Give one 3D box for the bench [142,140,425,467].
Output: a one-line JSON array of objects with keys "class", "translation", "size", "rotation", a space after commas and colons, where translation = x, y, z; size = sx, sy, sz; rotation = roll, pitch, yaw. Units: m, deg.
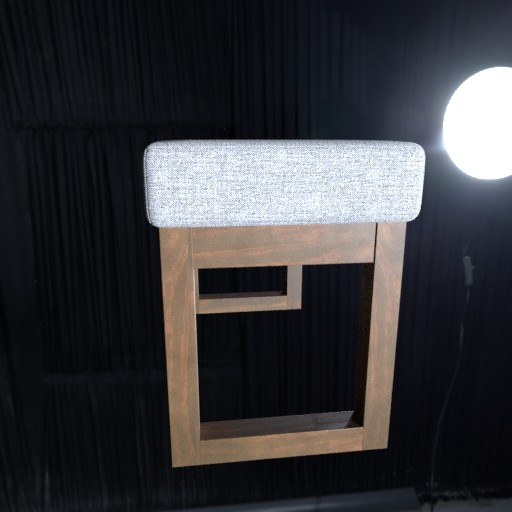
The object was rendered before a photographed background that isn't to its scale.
[{"class": "bench", "translation": [0.000, 0.000, 0.924], "size": [0.366, 0.467, 0.681], "rotation": [-2, 15, -7]}]
